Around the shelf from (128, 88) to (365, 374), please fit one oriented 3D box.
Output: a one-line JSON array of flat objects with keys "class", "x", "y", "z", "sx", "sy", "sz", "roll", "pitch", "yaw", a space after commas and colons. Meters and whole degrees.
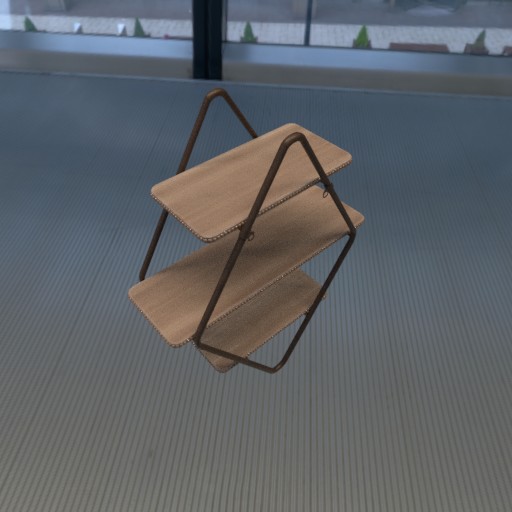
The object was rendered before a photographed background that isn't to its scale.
[{"class": "shelf", "x": 0.000, "y": 0.000, "z": 1.085, "sx": 0.609, "sy": 0.774, "sz": 0.234, "roll": -32, "pitch": 54, "yaw": -27}]
